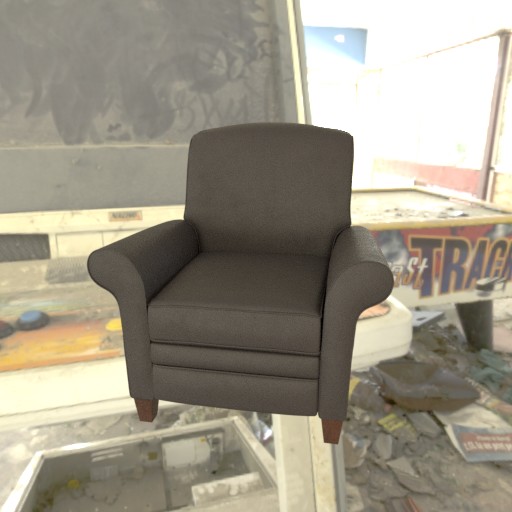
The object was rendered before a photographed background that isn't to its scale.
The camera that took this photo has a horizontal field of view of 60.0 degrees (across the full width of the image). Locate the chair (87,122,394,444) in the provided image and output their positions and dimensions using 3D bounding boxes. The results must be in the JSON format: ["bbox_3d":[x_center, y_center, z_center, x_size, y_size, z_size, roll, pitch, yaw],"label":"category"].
[{"bbox_3d":[0.000,0.000,1.803,0.978,1.061,0.902,3,16,10],"label":"chair"}]
